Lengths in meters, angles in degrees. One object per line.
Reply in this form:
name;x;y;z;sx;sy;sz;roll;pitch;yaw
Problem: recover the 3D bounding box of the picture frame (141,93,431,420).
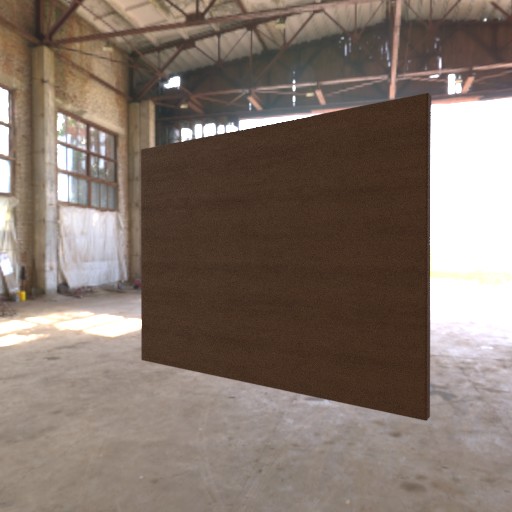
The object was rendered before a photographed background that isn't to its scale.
picture frame;0.000;0.000;1.774;1.329;1.018;0.045;0;1;35
